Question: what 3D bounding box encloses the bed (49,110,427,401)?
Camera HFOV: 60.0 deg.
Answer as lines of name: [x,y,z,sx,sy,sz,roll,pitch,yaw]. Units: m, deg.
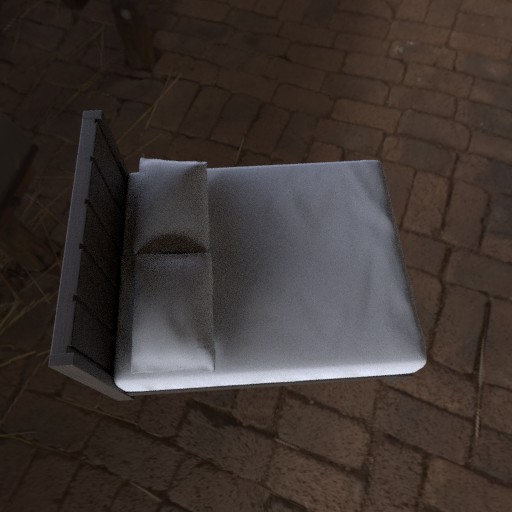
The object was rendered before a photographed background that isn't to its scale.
bed: [0.000,0.000,3.247,2.242,1.270,1.727,-3,64,-2]
